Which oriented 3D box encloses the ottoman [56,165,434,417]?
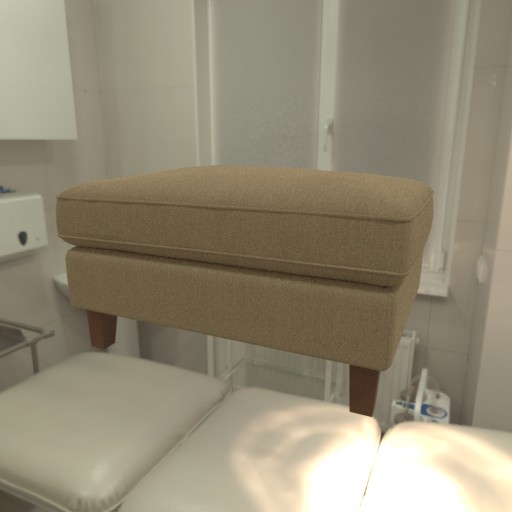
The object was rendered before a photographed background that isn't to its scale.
[{"bbox_3d":[0.000,0.000,1.318,0.945,0.521,0.636,7,16,24],"label":"ottoman"}]
